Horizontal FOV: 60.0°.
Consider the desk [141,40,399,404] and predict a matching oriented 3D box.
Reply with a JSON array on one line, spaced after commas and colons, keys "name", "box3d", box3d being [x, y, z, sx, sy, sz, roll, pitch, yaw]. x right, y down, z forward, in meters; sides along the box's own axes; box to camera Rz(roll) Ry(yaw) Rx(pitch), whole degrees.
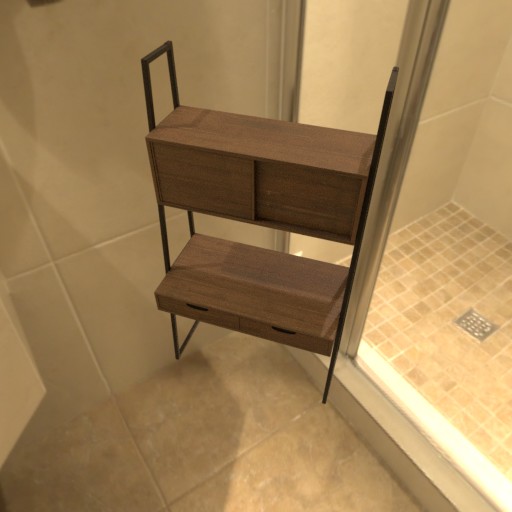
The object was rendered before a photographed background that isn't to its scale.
[{"name": "desk", "box3d": [0.000, 0.000, 2.238, 0.982, 1.809, 0.515, 13, 44, 14]}]
